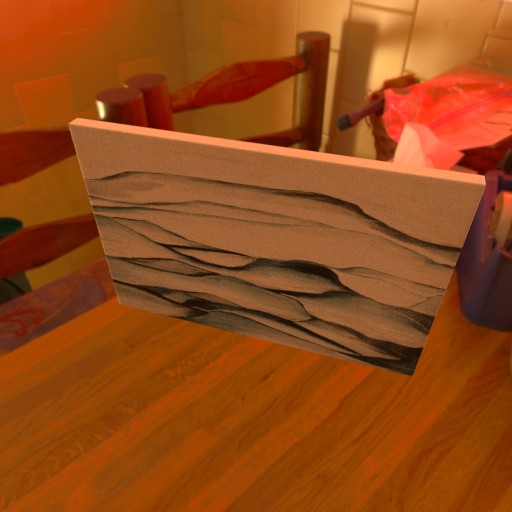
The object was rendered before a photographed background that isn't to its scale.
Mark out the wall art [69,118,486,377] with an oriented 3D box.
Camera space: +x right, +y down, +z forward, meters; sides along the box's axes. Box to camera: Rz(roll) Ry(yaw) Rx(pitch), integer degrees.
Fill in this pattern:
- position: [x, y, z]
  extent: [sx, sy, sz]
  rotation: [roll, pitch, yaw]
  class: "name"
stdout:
- position: [0.000, 0.000, 1.143]
  extent: [0.914, 0.609, 0.039]
  rotation: [12, 41, 13]
  class: "wall art"
